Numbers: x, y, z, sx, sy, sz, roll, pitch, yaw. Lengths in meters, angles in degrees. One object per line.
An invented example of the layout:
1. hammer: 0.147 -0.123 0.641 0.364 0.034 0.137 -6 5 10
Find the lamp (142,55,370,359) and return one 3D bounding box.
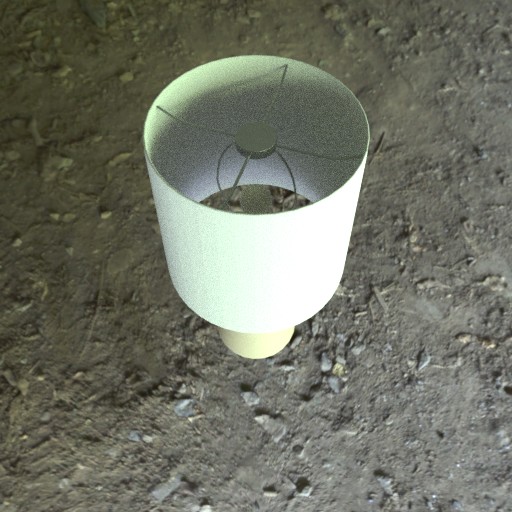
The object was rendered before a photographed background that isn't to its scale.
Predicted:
1. lamp: 0.000 0.000 0.480 0.186 0.369 0.186 0 59 0
